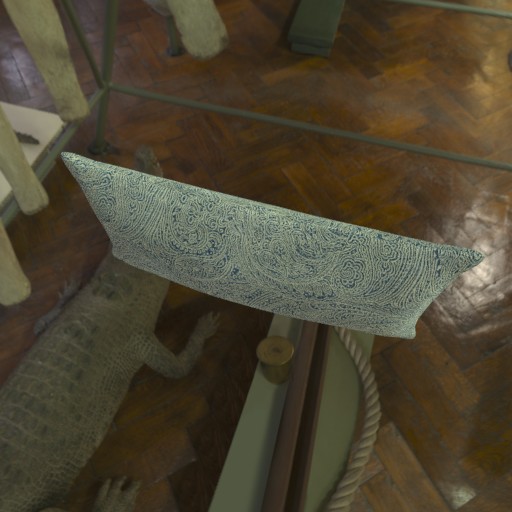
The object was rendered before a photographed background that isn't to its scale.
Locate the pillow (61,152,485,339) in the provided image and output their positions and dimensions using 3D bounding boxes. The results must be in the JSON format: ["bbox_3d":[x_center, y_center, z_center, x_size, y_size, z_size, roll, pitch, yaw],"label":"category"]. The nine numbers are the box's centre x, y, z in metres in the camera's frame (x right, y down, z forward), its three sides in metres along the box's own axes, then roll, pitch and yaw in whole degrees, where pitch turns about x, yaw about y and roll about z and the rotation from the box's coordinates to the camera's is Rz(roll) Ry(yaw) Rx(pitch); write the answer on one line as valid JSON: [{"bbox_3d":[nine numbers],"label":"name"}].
[{"bbox_3d":[0.000,0.000,0.739,0.615,0.295,0.151,15,60,9],"label":"pillow"}]
